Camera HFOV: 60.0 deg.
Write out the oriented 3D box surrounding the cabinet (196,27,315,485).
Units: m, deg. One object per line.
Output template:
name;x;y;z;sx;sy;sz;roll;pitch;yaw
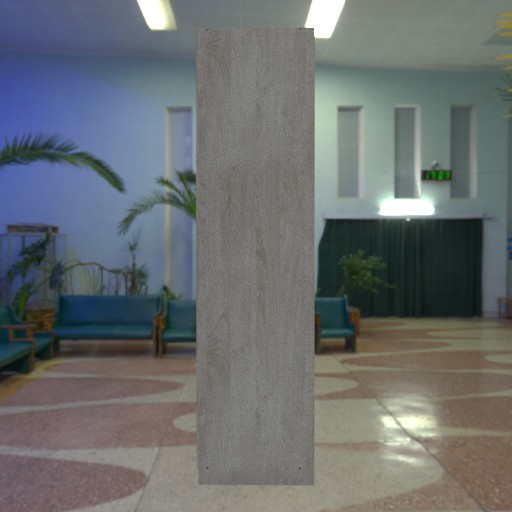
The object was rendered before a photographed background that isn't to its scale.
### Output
cabinet;0.000;0.000;2.496;0.510;1.910;1.290;0;1;1
